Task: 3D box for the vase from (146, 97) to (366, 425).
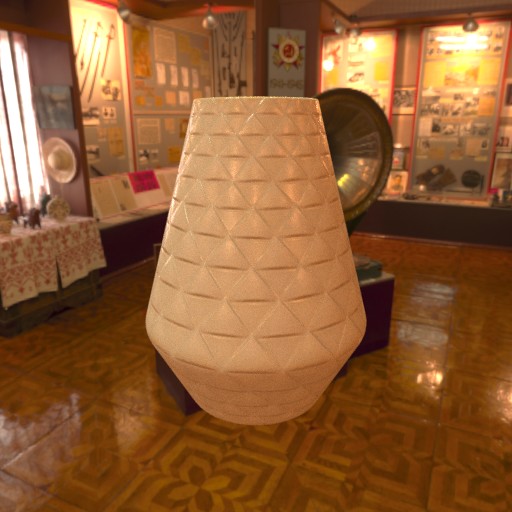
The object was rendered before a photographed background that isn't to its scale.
[{"bbox_3d":[0.000,0.000,0.346,0.175,0.230,0.175,0,17,0],"label":"vase"}]
